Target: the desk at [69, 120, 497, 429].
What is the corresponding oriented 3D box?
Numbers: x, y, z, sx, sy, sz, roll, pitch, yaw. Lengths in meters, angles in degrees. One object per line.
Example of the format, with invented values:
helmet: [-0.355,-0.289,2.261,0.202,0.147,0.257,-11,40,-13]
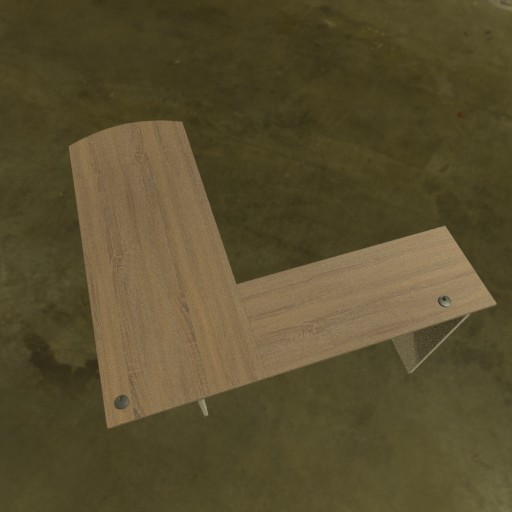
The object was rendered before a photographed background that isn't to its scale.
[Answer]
desk: [0.000,0.000,2.075,1.361,0.716,1.303,-15,60,-9]
